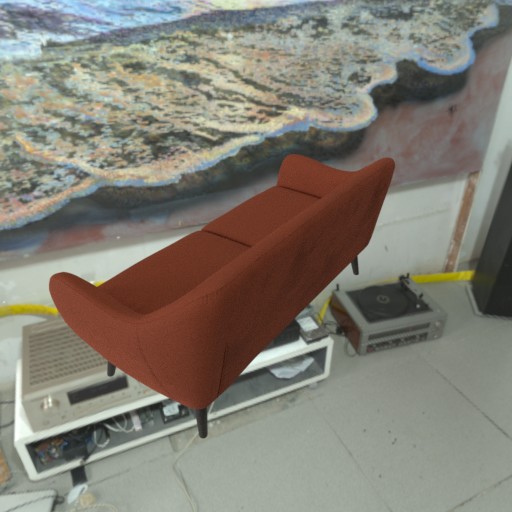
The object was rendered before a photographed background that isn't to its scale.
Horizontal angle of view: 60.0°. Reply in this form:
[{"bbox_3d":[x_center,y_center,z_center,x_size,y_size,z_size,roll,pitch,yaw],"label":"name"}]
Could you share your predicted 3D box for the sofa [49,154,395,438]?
[{"bbox_3d":[0.000,0.000,2.304,0.820,0.836,1.840,21,38,30],"label":"sofa"}]
